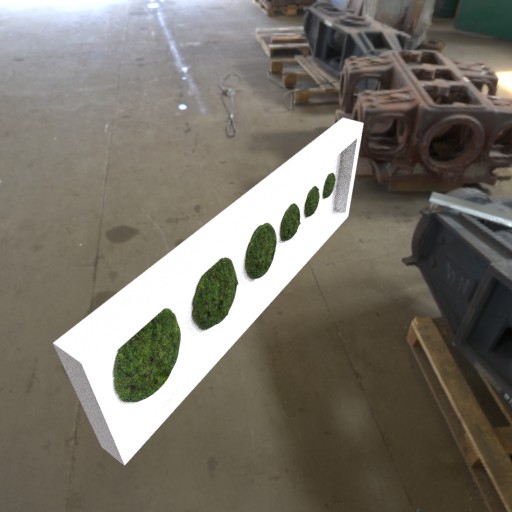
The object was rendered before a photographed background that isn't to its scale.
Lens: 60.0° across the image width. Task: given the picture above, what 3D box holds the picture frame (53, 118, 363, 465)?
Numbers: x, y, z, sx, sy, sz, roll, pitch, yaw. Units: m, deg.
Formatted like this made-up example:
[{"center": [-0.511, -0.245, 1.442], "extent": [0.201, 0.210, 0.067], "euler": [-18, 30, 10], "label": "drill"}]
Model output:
[{"center": [0.000, 0.000, 0.819], "extent": [0.050, 0.250, 0.759], "euler": [24, 46, 25], "label": "picture frame"}]
